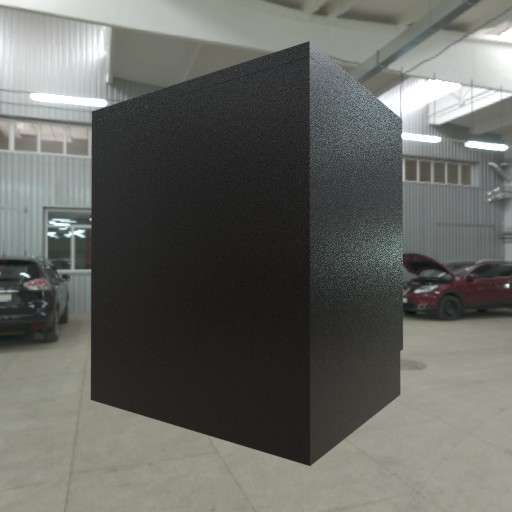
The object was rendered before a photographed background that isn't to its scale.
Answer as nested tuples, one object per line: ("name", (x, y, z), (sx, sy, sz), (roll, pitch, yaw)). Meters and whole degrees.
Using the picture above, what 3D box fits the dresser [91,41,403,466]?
("dresser", (0.000, 0.000, 0.750), (0.400, 0.470, 0.360), (0, -1, 35))
